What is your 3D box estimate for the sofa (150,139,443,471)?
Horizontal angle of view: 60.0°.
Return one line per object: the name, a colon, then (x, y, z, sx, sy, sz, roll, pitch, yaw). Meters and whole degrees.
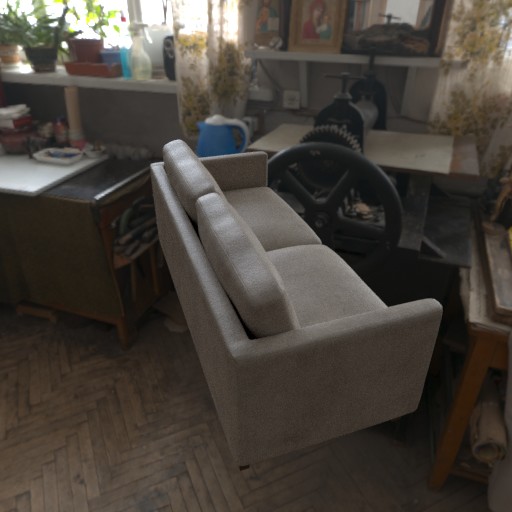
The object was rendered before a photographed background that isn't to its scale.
sofa: (0.000, 0.000, 2.718, 0.951, 0.965, 2.208, -10, 33, -16)
